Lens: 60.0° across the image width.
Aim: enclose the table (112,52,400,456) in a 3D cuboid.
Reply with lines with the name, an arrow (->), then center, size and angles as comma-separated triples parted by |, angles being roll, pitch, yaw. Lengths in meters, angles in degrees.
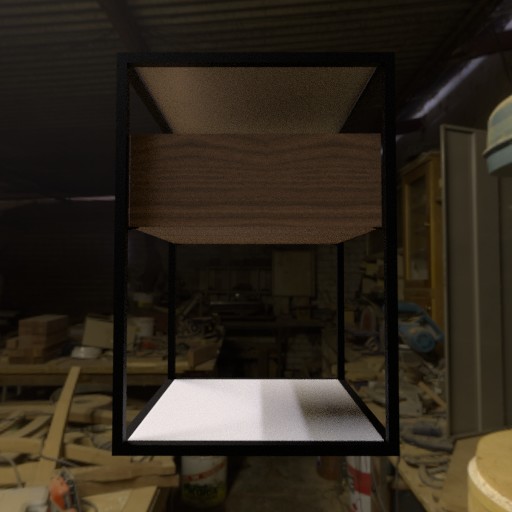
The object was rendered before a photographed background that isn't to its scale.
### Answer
table -> 0.000, 0.000, 0.780 | 0.378, 0.540, 0.378 | 0, -2, 0
